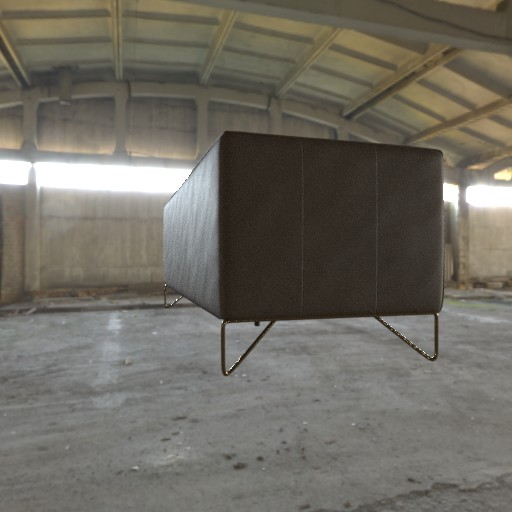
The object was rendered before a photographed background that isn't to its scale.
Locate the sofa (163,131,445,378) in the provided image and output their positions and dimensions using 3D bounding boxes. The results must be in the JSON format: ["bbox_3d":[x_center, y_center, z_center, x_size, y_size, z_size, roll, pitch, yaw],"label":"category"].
[{"bbox_3d":[0.000,0.000,2.496,0.867,0.789,2.087,0,0,-17],"label":"sofa"}]
